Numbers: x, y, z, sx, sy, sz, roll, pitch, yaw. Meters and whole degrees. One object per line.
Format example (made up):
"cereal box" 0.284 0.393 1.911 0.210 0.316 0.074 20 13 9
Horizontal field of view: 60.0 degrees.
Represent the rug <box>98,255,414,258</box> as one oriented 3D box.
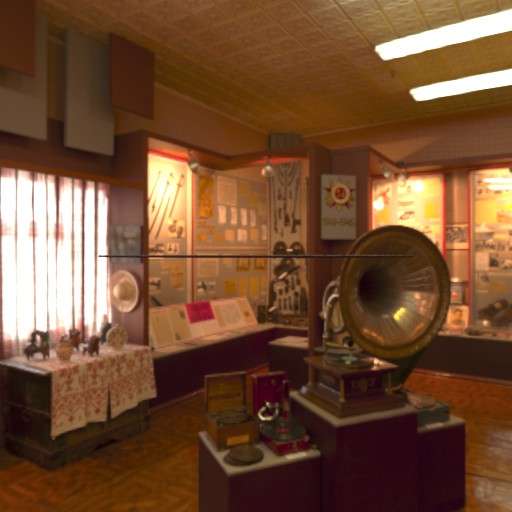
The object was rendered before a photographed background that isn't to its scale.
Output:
"rug" 0.000 0.000 2.372 1.591 0.010 1.591 0 0 0
